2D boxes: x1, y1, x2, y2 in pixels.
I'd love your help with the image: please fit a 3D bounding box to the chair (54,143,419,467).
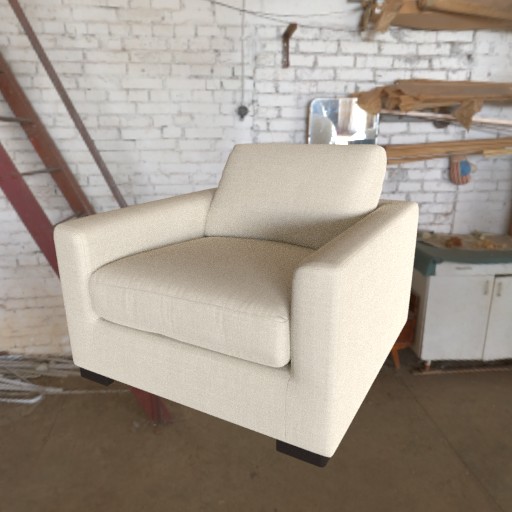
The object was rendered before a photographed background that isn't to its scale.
[{"bbox_3d":[0.000,0.000,1.812,1.070,0.876,1.100,9,18,28],"label":"chair"}]
